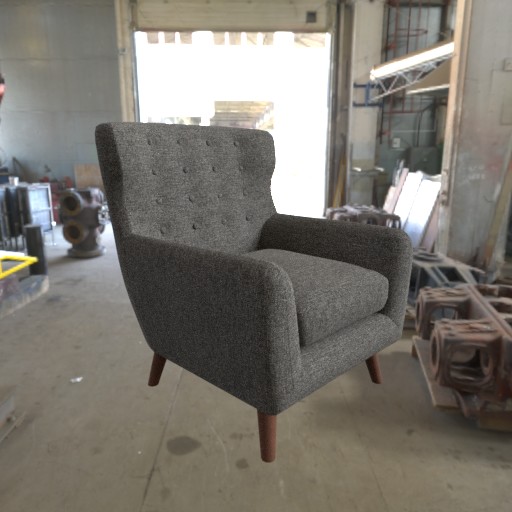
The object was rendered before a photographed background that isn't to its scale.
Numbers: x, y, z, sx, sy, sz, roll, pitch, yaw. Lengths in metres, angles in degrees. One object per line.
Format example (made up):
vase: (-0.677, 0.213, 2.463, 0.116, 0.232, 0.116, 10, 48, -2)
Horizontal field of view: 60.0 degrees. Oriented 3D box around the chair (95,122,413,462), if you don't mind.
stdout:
chair: (0.000, 0.000, 1.760, 0.940, 1.039, 0.889, 13, 18, 43)
